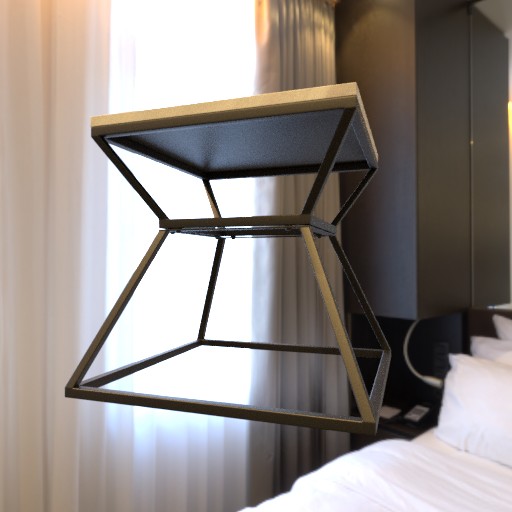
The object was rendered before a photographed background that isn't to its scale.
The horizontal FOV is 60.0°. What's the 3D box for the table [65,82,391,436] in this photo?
[{"bbox_3d":[0.000,0.000,0.811,0.455,0.431,0.455,0,-1,19],"label":"table"}]
